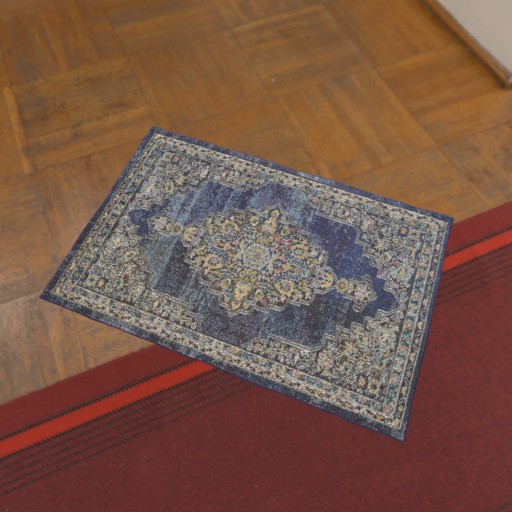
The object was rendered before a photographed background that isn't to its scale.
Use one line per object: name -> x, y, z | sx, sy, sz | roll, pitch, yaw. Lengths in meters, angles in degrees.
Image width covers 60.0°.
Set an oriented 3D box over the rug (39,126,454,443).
rug -> 0.000, 0.000, 2.227 | 1.781, 0.012, 1.184 | 19, 64, 10
